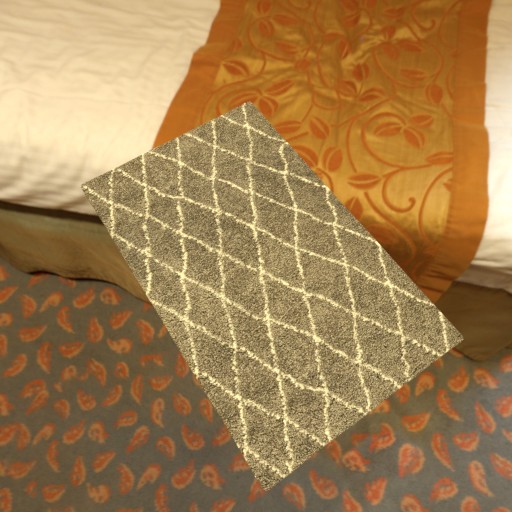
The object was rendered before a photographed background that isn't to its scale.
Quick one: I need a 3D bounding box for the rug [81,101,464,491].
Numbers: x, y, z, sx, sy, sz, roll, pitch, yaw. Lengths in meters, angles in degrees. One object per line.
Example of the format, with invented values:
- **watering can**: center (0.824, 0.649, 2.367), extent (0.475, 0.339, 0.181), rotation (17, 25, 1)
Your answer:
- **rug**: center (0.000, 0.000, 3.048), extent (1.524, 0.030, 2.438), rotation (-31, 68, -14)
